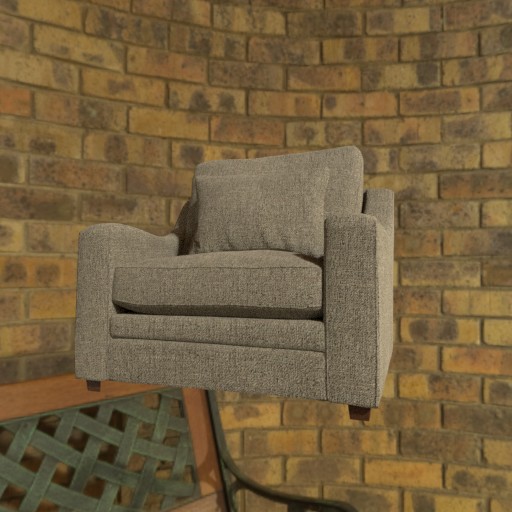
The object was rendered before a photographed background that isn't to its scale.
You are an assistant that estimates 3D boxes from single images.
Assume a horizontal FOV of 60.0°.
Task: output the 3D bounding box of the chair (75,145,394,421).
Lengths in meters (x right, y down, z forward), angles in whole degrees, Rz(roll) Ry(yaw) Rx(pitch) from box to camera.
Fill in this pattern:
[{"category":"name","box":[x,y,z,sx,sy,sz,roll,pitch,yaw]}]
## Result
[{"category":"chair","box":[0.000,0.000,1.956,1.138,1.037,1.009,-1,-2,19]}]
